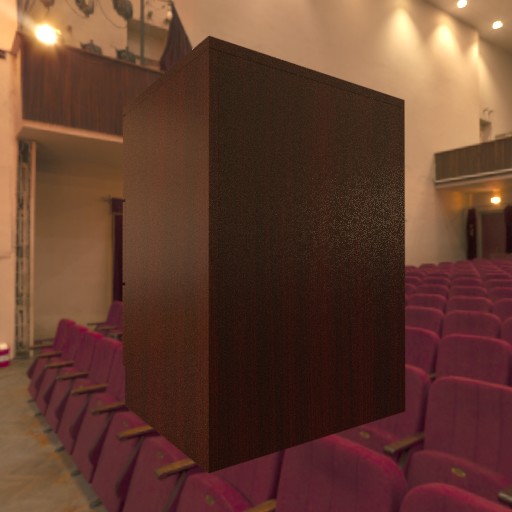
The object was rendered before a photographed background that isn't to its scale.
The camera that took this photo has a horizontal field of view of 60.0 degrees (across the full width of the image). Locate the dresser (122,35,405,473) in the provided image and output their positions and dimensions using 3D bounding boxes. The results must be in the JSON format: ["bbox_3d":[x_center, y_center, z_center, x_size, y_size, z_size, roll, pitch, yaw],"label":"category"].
[{"bbox_3d":[0.000,0.000,0.826,0.400,0.560,0.360,0,0,-35],"label":"dresser"}]
